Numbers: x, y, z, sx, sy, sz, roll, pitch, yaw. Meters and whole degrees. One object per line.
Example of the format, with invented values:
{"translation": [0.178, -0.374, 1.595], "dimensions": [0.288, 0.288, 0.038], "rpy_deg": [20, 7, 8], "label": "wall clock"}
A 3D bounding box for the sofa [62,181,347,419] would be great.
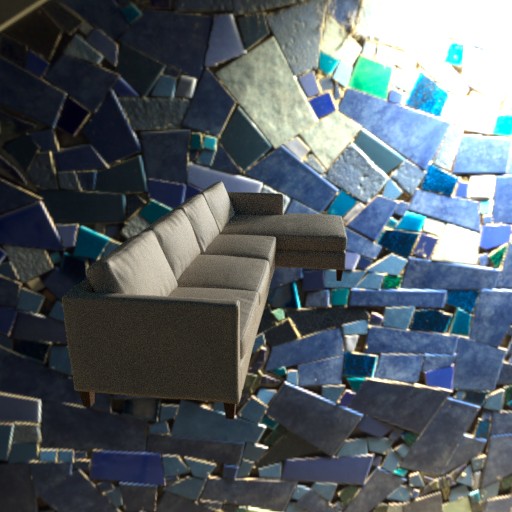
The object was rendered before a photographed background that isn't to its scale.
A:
{"translation": [0.000, 0.000, 3.748], "dimensions": [1.625, 0.846, 3.186], "rpy_deg": [2, 18, 7], "label": "sofa"}
